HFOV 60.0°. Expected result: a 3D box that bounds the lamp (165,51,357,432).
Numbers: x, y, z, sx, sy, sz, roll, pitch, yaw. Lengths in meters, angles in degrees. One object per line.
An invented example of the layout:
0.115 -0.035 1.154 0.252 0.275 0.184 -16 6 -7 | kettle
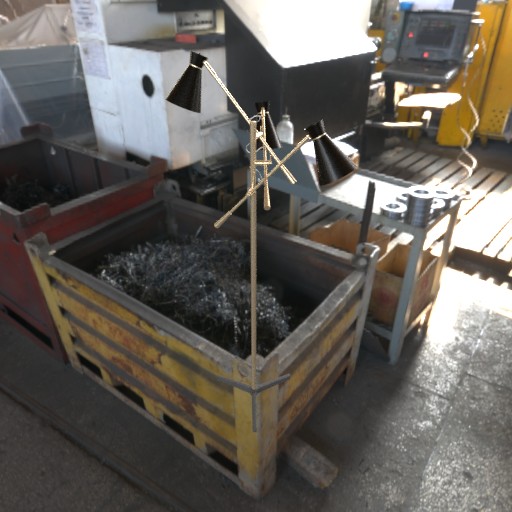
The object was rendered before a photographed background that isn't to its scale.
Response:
0.000 0.000 2.157 0.750 1.804 0.653 -1 32 -1 | lamp
